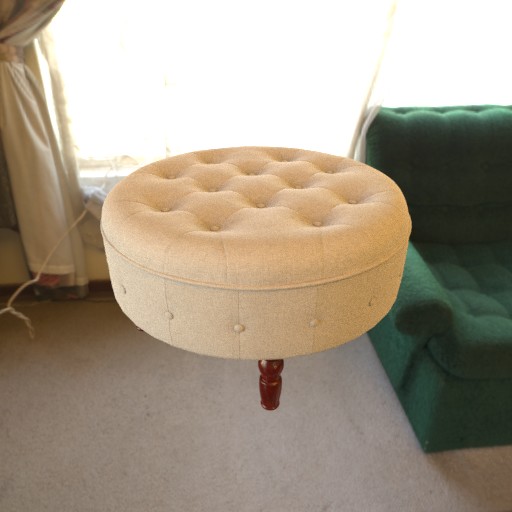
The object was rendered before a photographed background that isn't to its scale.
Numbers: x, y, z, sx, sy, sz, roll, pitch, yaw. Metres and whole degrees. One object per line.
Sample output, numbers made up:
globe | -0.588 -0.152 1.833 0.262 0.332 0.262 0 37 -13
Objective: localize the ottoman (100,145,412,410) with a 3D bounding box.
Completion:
ottoman | 0.000 0.000 1.344 0.849 0.478 0.849 0 29 0
